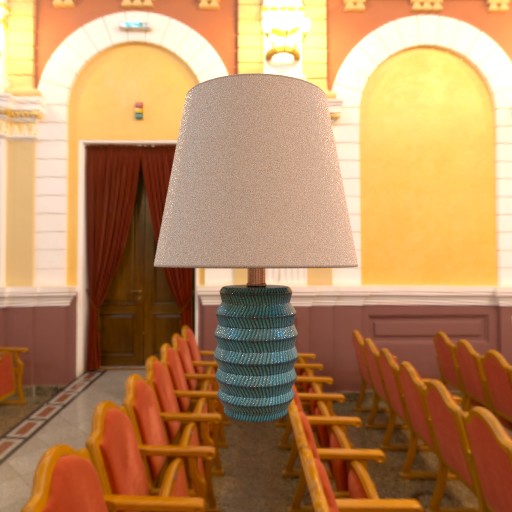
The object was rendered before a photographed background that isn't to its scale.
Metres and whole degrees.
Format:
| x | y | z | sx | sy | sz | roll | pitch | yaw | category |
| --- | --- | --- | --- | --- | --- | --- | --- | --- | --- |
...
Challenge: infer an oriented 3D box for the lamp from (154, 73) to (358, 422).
| x | y | z | sx | sy | sz | roll | pitch | yaw | category |
| --- | --- | --- | --- | --- | --- | --- | --- | --- | --- |
| 0.000 | 0.000 | 0.564 | 0.254 | 0.392 | 0.254 | 0 | 0 | 0 | lamp |
